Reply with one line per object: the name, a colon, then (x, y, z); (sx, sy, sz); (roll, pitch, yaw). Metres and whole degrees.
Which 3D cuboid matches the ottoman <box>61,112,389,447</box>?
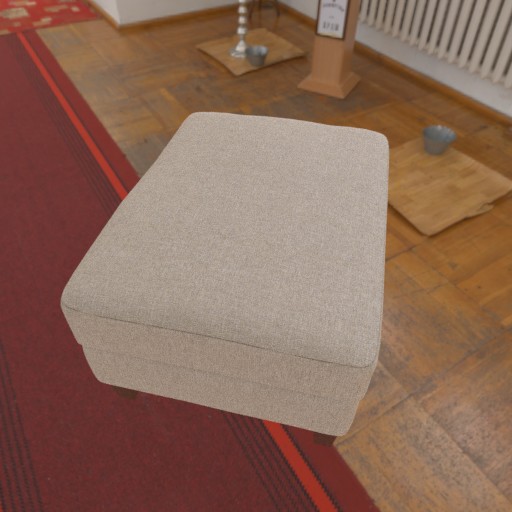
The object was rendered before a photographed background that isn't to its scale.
ottoman: (0.000, 0.000, 1.303); (0.677, 0.519, 0.898); (9, 45, 9)
